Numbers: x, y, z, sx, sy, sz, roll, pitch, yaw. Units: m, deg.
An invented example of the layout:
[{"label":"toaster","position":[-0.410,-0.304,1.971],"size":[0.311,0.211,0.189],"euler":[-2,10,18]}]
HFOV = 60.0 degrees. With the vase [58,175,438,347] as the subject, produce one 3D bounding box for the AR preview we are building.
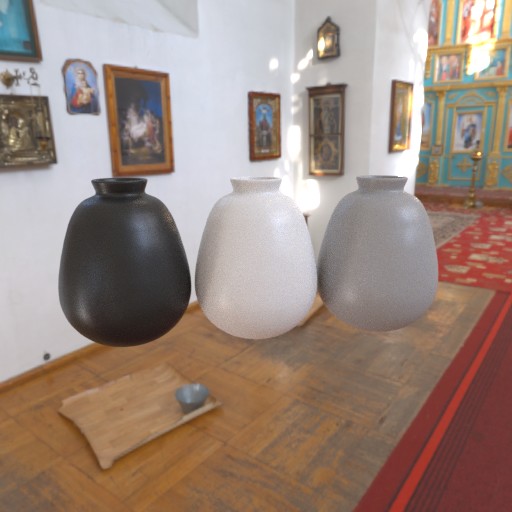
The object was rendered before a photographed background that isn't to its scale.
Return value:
[{"label":"vase","position":[0.000,0.000,0.350],"size":[0.297,0.122,0.097],"euler":[-2,14,-8]}]
